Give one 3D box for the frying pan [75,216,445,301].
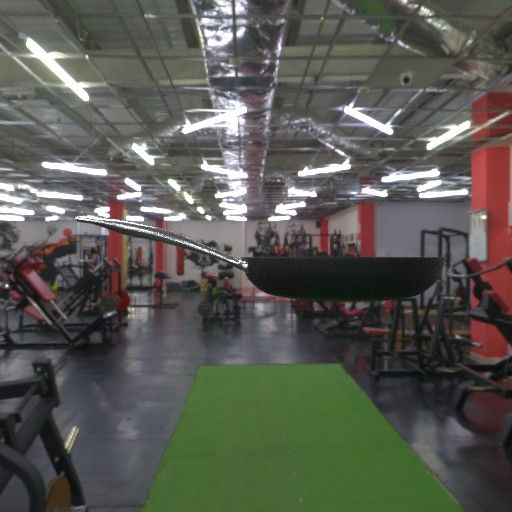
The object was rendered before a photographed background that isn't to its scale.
[{"bbox_3d":[0.000,0.000,0.581,0.472,0.105,0.255,0,0,1],"label":"frying pan"}]
